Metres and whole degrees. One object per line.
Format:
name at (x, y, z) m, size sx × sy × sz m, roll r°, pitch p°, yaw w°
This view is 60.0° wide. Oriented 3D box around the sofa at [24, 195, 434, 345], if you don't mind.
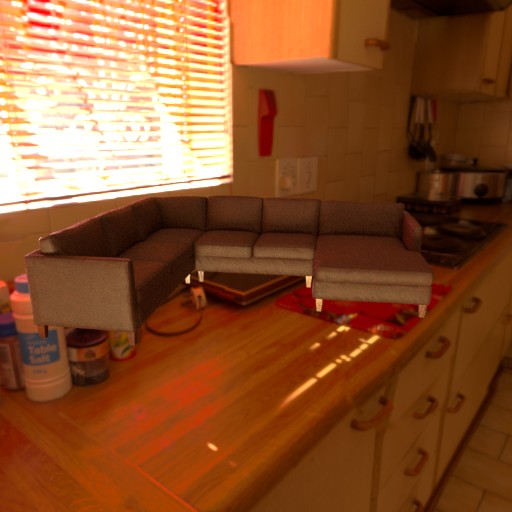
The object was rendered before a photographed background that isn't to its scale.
sofa at (0.000, 0.000, 4.603) m, size 3.460 × 0.923 × 2.593 m, roll 2°, pitch 16°, yaw 8°
